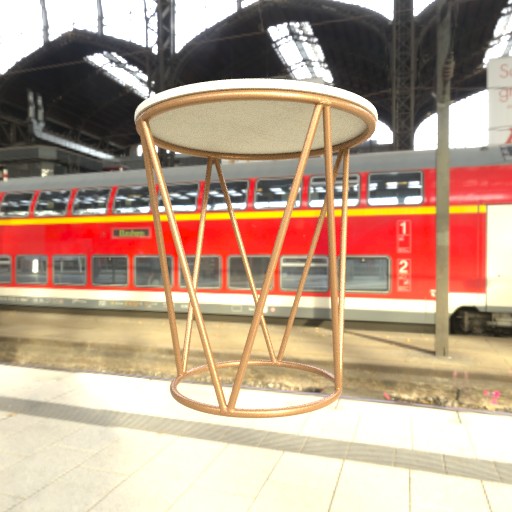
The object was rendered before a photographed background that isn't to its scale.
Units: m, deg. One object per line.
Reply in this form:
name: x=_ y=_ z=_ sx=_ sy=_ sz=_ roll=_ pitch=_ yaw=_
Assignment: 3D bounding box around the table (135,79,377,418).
table: x=0.000 y=0.000 z=0.950 sx=0.500 sy=0.564 sz=0.500 roll=0 pitch=1 yaw=0
